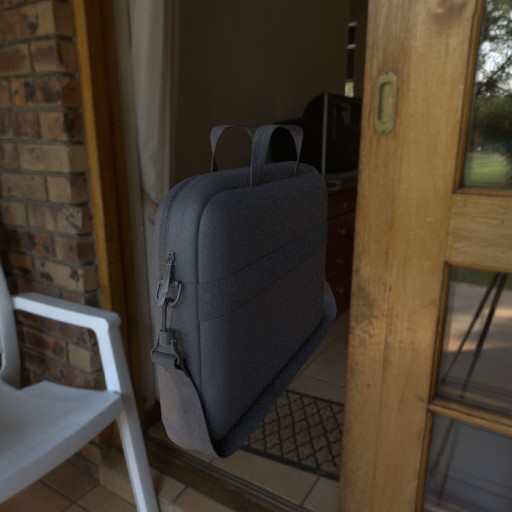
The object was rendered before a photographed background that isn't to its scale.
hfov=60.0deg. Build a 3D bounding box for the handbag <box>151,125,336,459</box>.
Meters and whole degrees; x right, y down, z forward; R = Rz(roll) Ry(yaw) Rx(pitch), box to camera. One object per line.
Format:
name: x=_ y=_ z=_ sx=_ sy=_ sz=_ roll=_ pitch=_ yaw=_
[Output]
handbag: x=0.000 y=0.000 z=0.432 sx=0.089 sy=0.244 sz=0.320 roll=7 pitch=17 yaw=25
